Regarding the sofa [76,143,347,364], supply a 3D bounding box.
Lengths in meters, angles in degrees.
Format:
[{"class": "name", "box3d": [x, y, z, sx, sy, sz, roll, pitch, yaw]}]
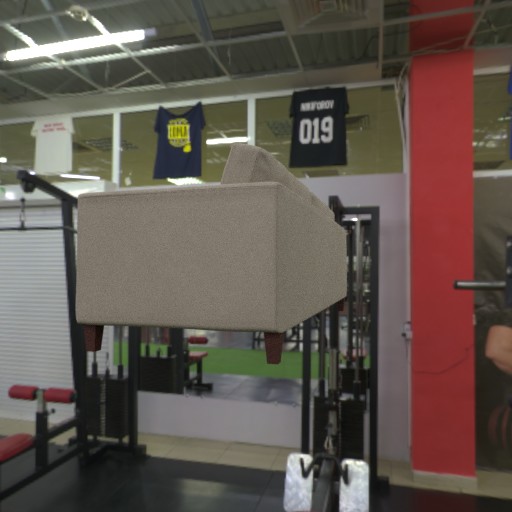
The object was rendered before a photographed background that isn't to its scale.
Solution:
[{"class": "sofa", "box3d": [0.000, 0.000, 2.967, 0.988, 0.912, 2.404, 0, -2, 18]}]
